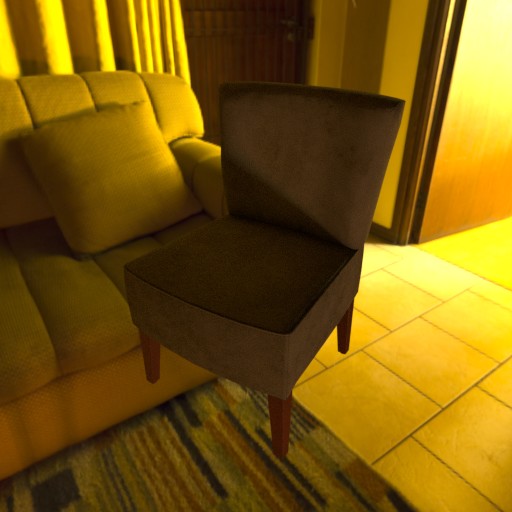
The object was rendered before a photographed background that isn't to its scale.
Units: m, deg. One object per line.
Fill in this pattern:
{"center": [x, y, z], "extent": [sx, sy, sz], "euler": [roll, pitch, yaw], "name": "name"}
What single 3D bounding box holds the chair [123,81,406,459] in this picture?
{"center": [0.000, 0.000, 1.187], "extent": [0.521, 0.806, 0.554], "euler": [18, 34, 29], "name": "chair"}
